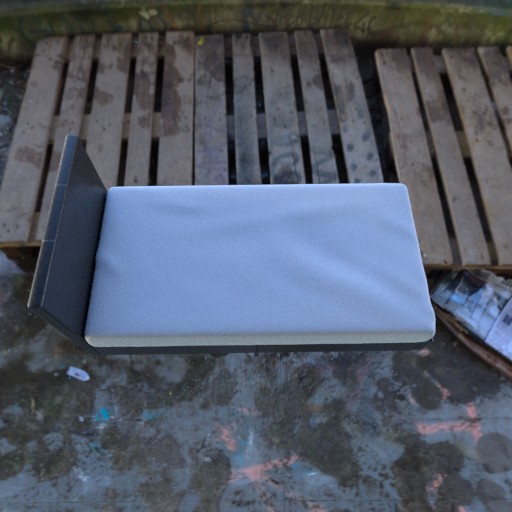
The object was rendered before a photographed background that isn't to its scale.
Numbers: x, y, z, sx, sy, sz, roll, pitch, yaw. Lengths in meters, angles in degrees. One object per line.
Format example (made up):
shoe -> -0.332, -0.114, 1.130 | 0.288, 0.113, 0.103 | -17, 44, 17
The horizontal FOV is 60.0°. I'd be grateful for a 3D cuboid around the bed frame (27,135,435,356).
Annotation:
bed frame -> 0.000, 0.000, 2.560 | 2.152, 1.046, 1.038 | -1, 64, 0
